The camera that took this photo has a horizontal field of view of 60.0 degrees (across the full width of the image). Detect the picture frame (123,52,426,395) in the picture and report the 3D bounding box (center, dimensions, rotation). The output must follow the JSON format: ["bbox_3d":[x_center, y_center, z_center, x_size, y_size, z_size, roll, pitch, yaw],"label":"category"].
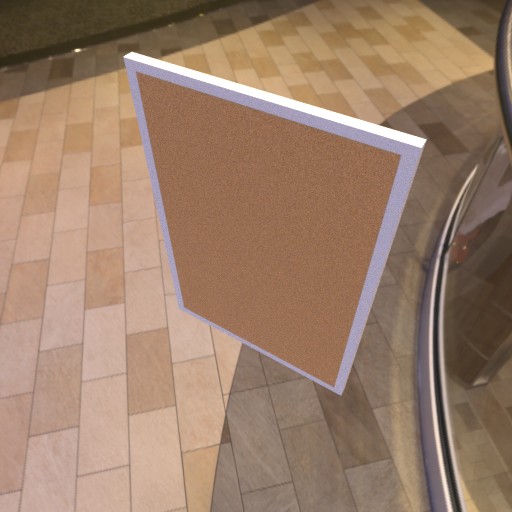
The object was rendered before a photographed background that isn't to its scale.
[{"bbox_3d":[0.000,0.000,0.557,0.305,0.434,0.013,24,52,20],"label":"picture frame"}]
